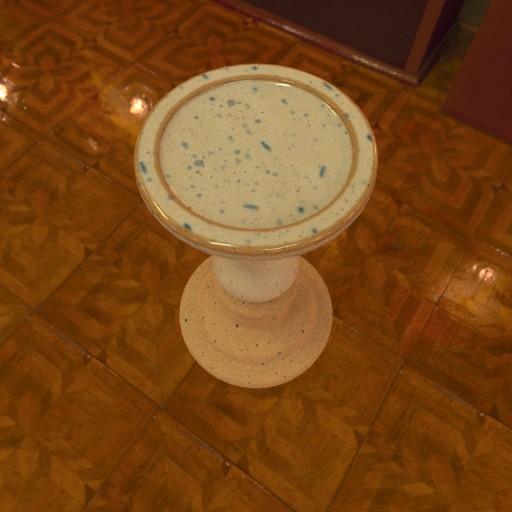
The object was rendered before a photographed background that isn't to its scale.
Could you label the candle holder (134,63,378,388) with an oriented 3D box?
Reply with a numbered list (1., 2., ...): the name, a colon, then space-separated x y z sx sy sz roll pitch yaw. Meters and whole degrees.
1. candle holder: 0.000 0.000 0.276 0.123 0.202 0.123 0 62 0
